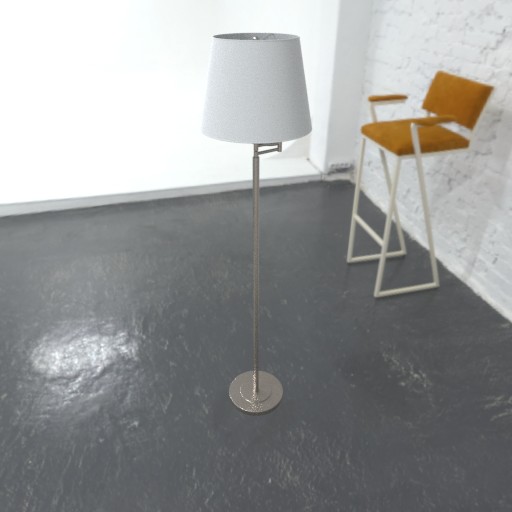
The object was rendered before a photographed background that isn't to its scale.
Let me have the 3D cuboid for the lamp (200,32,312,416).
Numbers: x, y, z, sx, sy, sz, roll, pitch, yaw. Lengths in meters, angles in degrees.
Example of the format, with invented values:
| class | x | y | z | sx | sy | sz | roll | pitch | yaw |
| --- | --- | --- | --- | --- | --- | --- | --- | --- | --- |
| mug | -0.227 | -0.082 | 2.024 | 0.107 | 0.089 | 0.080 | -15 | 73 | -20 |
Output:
| class | x | y | z | sx | sy | sz | roll | pitch | yaw |
| --- | --- | --- | --- | --- | --- | --- | --- | --- | --- |
| lamp | 0.000 | 0.000 | 1.653 | 0.355 | 1.473 | 0.355 | 0 | 31 | 0 |
